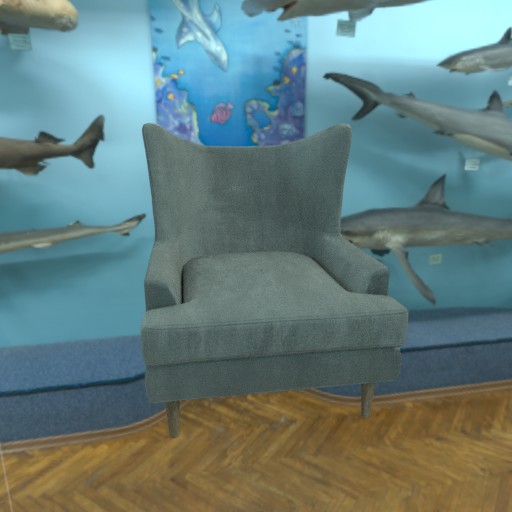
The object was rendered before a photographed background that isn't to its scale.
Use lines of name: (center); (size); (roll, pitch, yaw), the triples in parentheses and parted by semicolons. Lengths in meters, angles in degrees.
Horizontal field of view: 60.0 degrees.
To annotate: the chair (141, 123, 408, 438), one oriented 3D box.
chair: (0.000, 0.000, 1.645); (0.784, 0.950, 0.906); (-3, 16, -9)
